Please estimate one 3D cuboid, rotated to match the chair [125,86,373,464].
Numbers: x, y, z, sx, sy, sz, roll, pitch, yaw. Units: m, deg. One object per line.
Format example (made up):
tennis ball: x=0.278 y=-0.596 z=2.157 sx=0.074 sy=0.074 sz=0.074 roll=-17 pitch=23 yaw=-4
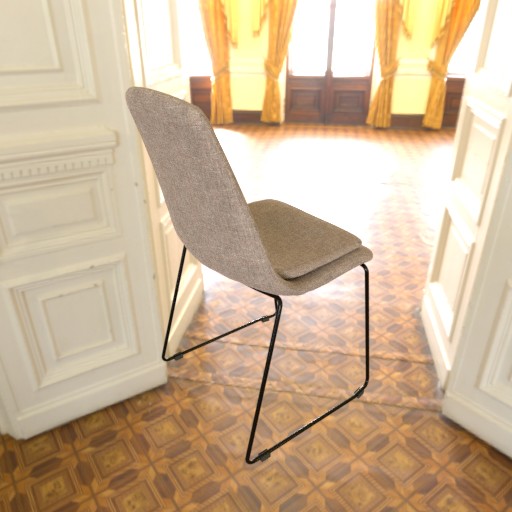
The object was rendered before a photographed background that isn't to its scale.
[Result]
chair: x=0.000 y=0.000 z=1.154 sx=0.518 sy=0.858 sz=0.479 roll=-19 pitch=33 yaw=-32
